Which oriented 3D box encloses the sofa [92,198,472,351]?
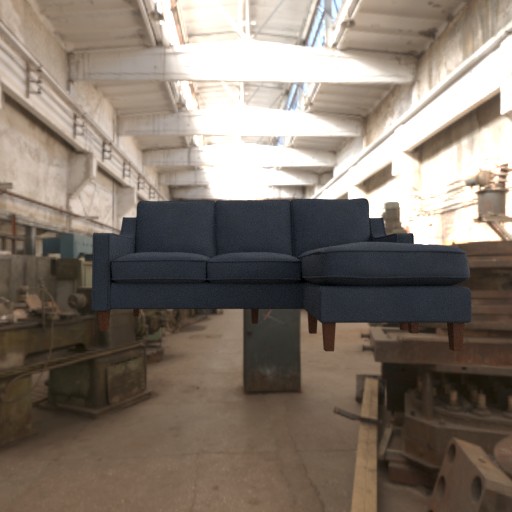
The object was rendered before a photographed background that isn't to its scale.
[{"bbox_3d":[0.000,0.000,3.238,2.317,1.066,1.858,0,-1,-1],"label":"sofa"}]
